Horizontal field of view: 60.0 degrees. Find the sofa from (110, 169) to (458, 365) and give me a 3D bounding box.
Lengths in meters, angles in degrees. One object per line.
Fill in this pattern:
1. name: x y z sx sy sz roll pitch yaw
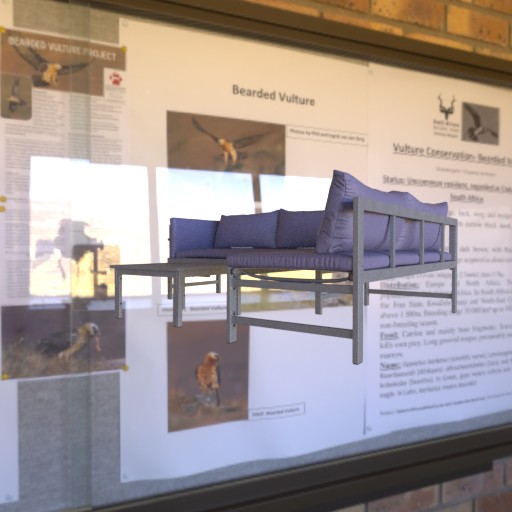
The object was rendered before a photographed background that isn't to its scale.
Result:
1. sofa: 0.000 0.000 2.950 2.149 0.762 1.658 1 2 36
